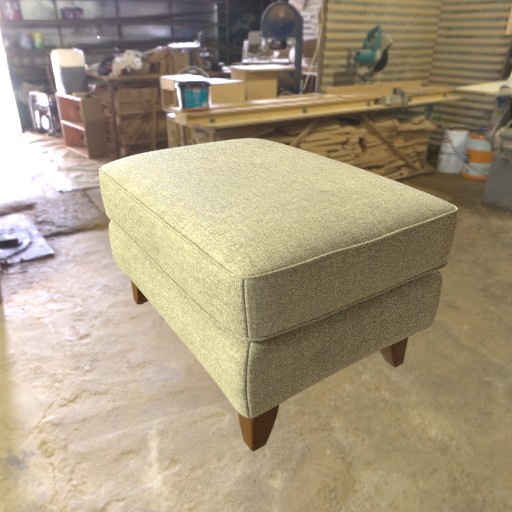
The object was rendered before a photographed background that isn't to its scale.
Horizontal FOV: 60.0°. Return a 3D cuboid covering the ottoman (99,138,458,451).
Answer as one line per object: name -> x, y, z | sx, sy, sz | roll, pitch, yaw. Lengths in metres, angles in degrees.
ottoman -> 0.000, 0.000, 1.329 | 0.661, 0.561, 0.889 | -17, 32, -30
